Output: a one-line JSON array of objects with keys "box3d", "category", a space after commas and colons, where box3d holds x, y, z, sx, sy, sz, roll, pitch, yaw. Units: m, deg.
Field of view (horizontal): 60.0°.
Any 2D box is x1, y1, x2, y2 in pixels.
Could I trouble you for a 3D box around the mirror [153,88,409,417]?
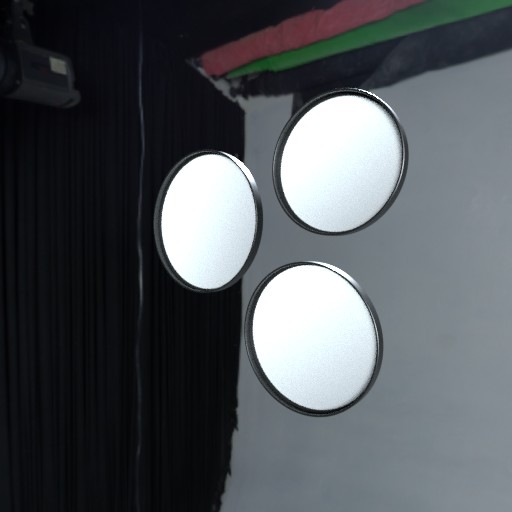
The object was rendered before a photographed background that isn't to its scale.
[{"box3d": [0.000, 0.000, 3.196, 2.160, 2.096, 0.076, 1, 1, 37], "category": "mirror"}]
